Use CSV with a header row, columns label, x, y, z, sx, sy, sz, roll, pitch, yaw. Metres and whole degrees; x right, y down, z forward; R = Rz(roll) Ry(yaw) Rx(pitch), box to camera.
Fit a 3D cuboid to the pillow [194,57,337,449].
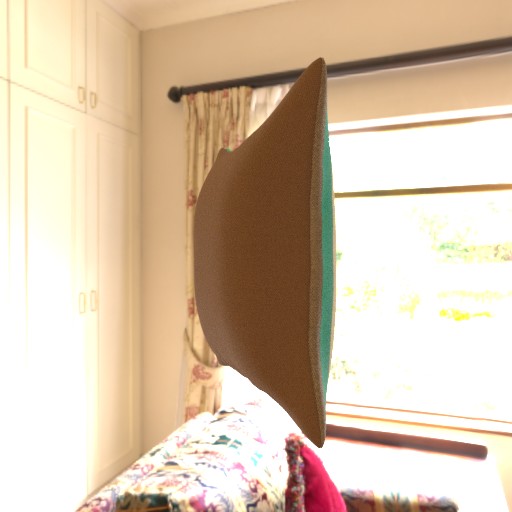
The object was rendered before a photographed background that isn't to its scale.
label,x,y,z,sx,sy,sz,roll,pitch,yaw
pillow,0.000,0.000,0.702,0.168,0.443,0.453,0,0,-18
